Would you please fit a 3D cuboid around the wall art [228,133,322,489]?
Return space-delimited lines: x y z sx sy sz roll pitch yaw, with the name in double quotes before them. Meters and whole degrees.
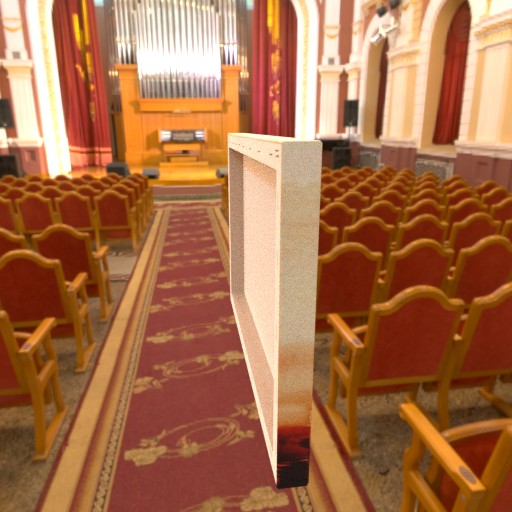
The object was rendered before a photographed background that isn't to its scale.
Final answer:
"wall art" 0.000 0.000 0.765 0.040 0.402 0.613 -2 16 -8
